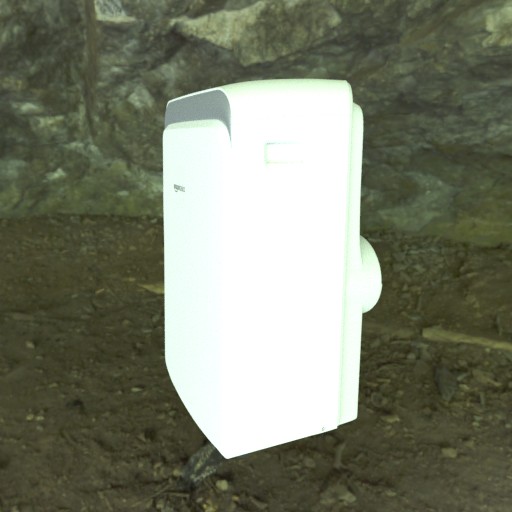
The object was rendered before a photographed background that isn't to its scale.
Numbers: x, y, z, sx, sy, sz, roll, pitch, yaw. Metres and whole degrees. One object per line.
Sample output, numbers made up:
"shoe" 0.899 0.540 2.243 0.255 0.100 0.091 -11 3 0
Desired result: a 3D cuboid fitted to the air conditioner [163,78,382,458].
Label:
"air conditioner" 0.000 0.000 0.973 0.365 0.700 0.454 -7 16 -25
